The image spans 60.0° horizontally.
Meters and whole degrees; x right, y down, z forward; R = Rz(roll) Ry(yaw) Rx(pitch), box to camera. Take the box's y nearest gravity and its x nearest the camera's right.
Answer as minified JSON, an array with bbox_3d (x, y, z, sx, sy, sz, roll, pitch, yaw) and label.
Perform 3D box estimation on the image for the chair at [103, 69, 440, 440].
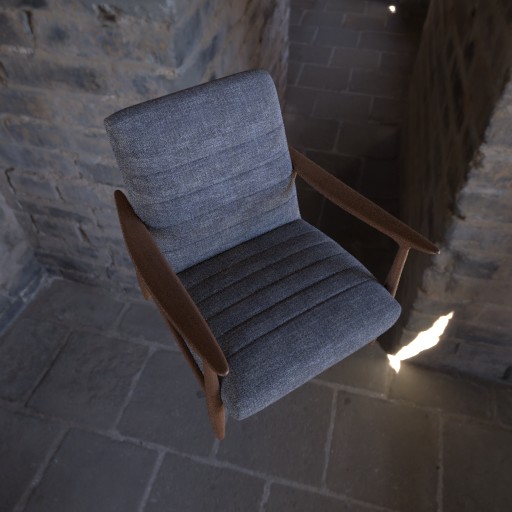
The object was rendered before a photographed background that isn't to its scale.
[{"bbox_3d":[0.000,0.000,1.437,0.741,0.832,0.798,-25,53,-21],"label":"chair"}]
